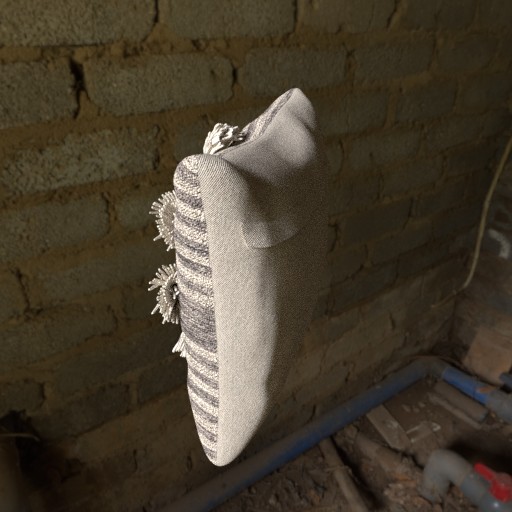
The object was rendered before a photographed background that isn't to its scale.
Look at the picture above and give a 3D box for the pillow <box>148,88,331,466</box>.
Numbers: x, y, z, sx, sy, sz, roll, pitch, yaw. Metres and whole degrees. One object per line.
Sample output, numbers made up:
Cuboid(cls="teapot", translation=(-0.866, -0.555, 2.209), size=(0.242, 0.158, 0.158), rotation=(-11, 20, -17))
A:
Cuboid(cls="pillow", translation=(0.000, 0.000, 0.771), size=(0.234, 0.490, 0.484), rotation=(8, 30, 15))
